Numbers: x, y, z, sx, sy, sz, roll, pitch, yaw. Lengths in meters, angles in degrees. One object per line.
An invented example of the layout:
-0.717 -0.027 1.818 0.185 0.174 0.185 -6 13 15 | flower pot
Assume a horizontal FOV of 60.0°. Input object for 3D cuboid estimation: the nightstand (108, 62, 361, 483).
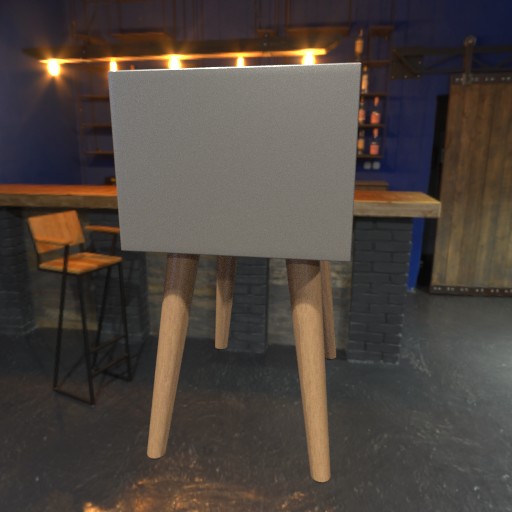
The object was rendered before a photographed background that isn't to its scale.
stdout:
0.000 0.000 0.709 0.288 0.508 0.370 3 15 11 | nightstand
